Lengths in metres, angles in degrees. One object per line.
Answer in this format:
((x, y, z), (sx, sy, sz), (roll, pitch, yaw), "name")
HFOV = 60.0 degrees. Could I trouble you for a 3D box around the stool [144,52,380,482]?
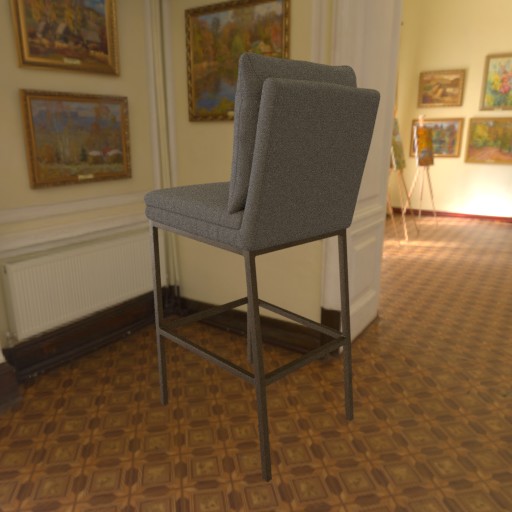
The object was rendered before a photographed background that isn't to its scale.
((0.000, 0.000, 1.416), (0.463, 1.132, 0.569), (-14, 21, -41), "stool")
